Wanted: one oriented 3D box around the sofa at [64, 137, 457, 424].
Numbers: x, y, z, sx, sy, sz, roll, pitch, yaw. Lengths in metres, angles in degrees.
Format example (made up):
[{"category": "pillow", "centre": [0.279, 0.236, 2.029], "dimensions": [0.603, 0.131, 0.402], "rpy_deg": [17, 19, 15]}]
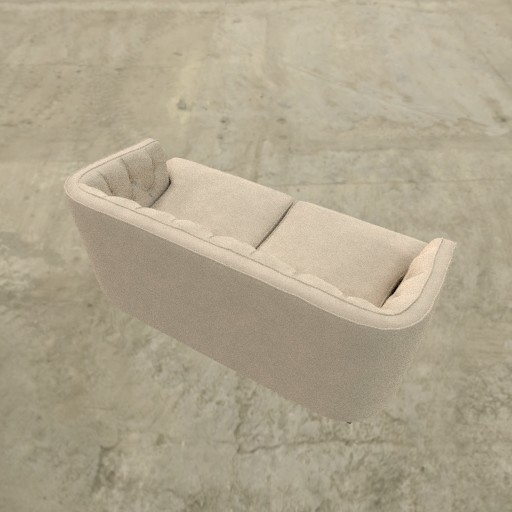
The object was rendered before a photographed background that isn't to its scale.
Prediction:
[{"category": "sofa", "centre": [0.000, 0.000, 2.248], "dimensions": [1.731, 0.878, 0.940], "rpy_deg": [23, 50, 20]}]
